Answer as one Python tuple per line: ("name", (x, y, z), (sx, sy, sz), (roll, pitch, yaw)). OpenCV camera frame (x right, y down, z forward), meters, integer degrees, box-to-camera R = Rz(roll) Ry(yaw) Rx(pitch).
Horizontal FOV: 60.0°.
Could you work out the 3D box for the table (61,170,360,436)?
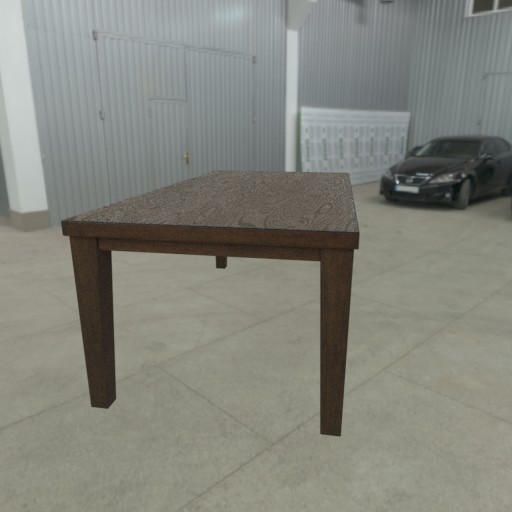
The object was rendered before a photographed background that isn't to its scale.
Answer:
("table", (0.000, 0.000, 2.491), (1.016, 0.762, 1.981), (3, 16, 10))
